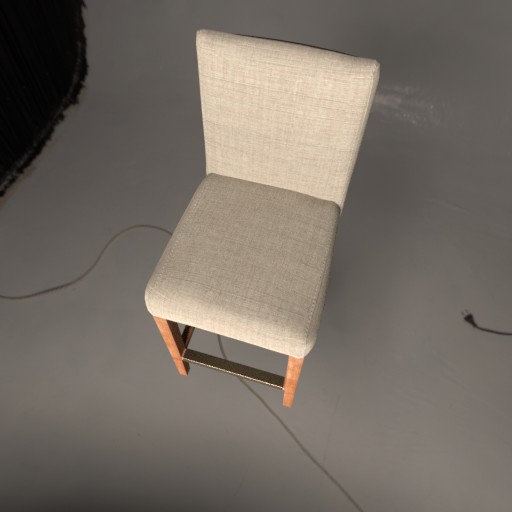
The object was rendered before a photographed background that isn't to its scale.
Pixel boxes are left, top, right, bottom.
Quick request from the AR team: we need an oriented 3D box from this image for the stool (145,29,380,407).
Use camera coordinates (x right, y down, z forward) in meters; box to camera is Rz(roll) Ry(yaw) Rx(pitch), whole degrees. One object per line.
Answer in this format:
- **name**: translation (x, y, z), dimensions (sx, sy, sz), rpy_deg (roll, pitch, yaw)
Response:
- **stool**: translation (0.000, 0.000, 1.311), dimensions (0.454, 1.039, 0.567), rpy_deg (14, 59, 9)
